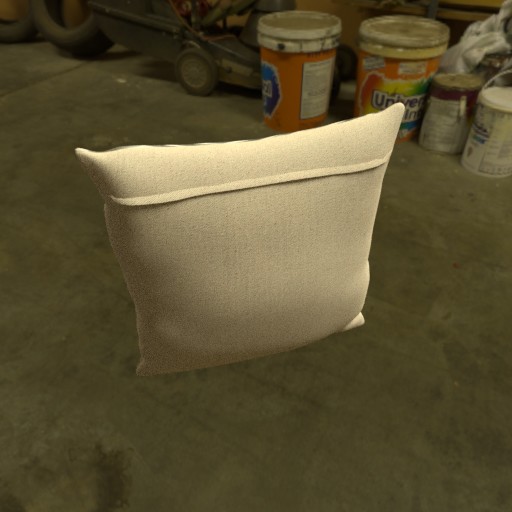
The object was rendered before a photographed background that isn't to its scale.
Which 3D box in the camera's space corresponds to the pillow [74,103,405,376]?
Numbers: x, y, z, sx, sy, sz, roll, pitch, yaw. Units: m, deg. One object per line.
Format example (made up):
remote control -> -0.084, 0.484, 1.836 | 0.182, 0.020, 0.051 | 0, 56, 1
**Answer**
pillow -> 0.000, 0.000, 0.693 | 0.440, 0.441, 0.182 | -11, 41, -13
